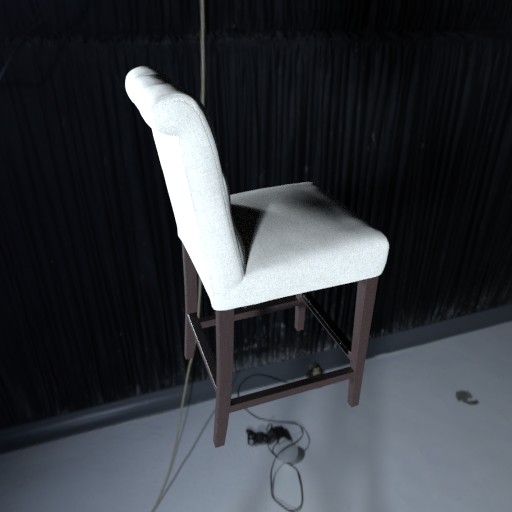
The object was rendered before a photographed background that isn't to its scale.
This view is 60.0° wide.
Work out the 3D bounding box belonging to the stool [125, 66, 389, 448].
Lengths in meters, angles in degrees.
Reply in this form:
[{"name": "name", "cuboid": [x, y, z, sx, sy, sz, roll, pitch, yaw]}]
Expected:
[{"name": "stool", "cuboid": [0.000, 0.000, 1.341, 0.601, 1.040, 0.493, -10, 31, -18]}]
